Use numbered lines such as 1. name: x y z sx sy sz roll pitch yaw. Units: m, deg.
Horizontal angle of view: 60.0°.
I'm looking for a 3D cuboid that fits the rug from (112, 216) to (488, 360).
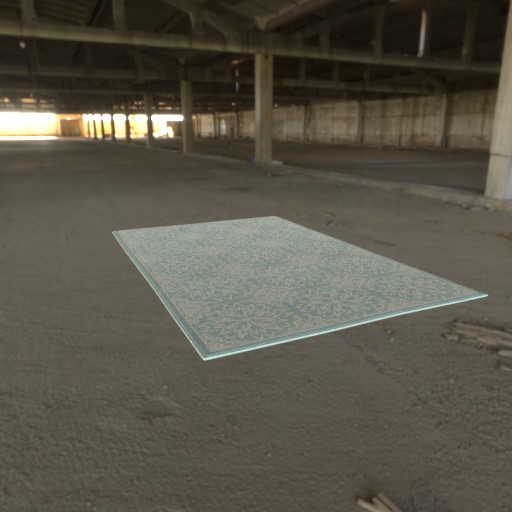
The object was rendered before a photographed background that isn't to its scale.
1. rug: 0.000 0.000 2.351 1.219 0.012 1.840 -8 18 -24
